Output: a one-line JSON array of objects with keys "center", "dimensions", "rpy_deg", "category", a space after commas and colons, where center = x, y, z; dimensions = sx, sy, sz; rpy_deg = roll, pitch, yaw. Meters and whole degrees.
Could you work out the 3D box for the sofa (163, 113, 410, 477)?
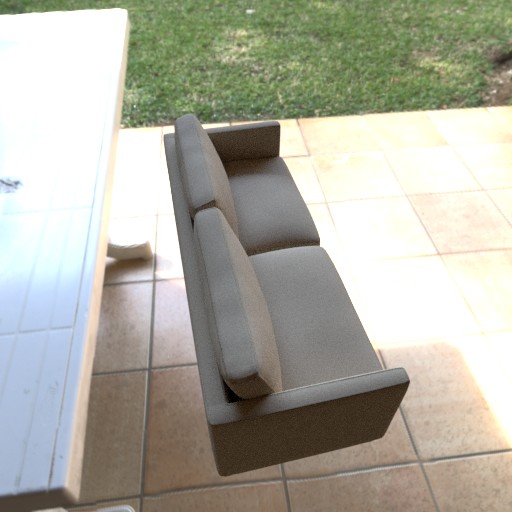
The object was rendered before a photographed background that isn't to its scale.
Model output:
[{"center": [0.000, 0.000, 2.882], "dimensions": [0.951, 0.968, 2.361], "rpy_deg": [-9, 47, -9], "category": "sofa"}]
